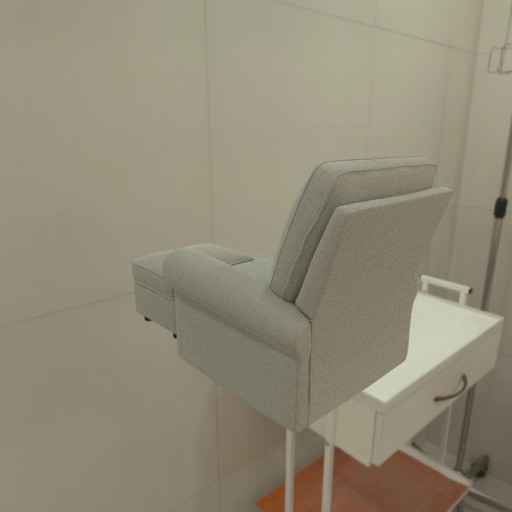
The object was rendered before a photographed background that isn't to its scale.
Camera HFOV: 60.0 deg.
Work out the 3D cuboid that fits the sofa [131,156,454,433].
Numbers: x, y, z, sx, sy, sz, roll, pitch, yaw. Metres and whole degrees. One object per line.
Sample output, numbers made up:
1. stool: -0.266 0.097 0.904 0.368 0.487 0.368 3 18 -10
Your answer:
1. sofa: 0.000 0.000 2.066 0.880 0.959 1.478 -15 22 -41
